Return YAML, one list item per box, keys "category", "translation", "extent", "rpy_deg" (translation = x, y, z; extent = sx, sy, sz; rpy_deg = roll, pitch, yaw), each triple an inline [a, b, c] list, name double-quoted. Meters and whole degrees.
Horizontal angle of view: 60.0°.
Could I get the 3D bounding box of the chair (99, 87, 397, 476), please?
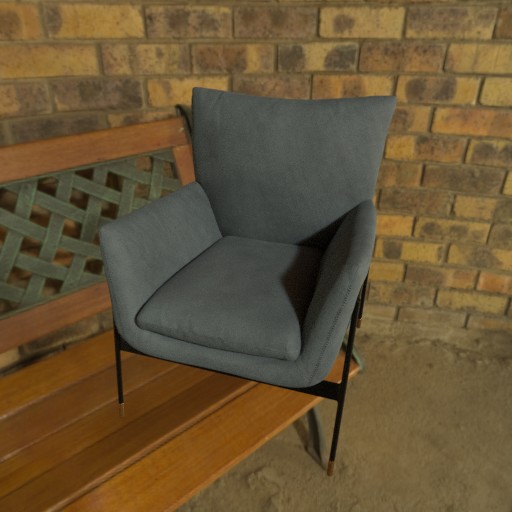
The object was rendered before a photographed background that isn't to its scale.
- category: "chair"
  translation: [0.000, 0.000, 1.337]
  extent: [0.678, 0.858, 0.709]
  rpy_deg: [9, 29, 16]
